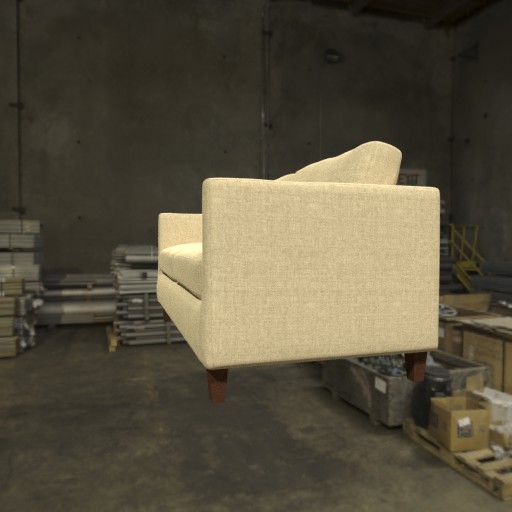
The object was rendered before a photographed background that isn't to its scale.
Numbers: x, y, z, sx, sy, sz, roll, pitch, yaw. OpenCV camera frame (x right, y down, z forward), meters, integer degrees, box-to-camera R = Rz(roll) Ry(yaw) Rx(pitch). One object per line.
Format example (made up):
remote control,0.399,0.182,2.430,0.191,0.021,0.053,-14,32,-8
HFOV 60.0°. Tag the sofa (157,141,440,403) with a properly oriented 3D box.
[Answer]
sofa,0.000,0.000,2.460,0.950,0.963,1.884,0,2,-17
